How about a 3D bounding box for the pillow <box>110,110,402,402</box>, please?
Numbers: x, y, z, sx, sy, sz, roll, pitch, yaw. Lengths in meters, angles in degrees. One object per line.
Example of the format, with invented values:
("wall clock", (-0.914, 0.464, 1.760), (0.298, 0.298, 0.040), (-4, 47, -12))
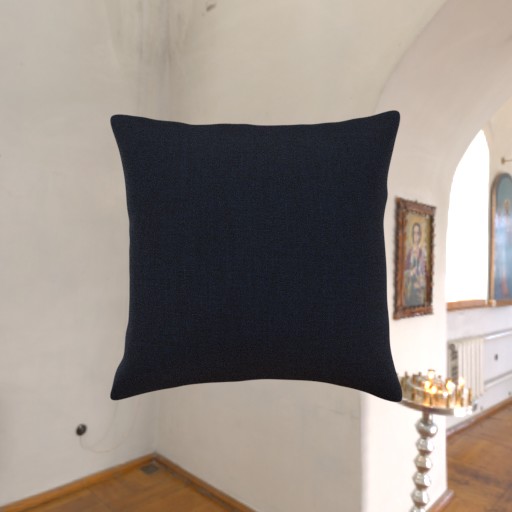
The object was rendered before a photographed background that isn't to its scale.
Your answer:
("pillow", (0.000, 0.000, 0.653), (0.431, 0.431, 0.141), (0, 0, 0))
